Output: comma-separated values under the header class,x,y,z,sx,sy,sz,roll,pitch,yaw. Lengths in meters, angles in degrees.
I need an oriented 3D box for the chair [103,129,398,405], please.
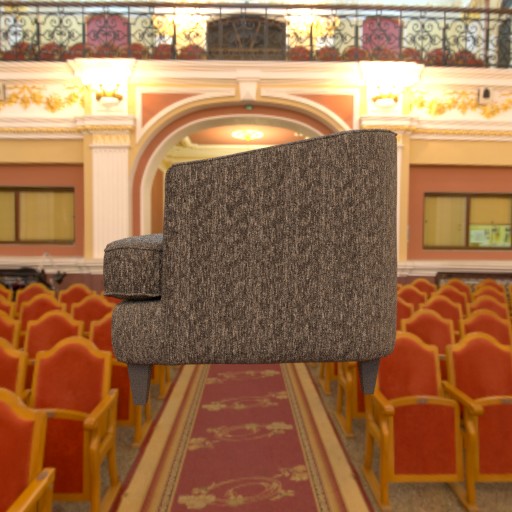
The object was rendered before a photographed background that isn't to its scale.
class,x,y,z,sx,sy,sz,roll,pitch,yaw
chair,0.000,0.000,1.798,0.941,0.852,1.104,0,2,-1
